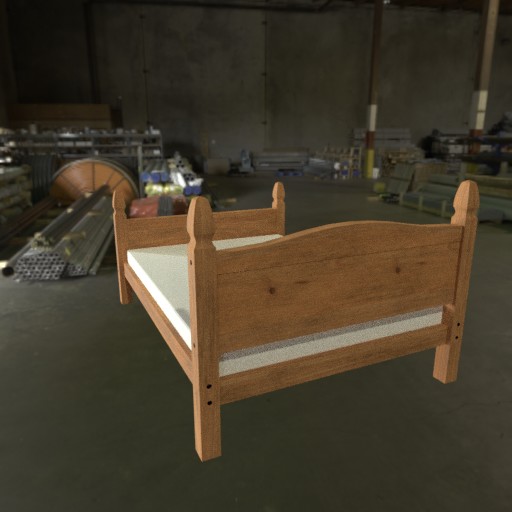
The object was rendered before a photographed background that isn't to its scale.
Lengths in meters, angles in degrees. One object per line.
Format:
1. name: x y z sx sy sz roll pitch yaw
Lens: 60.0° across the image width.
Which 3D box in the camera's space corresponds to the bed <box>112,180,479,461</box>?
1. bed: 0.000 0.000 2.912 1.490 1.100 2.069 -7 17 -25
